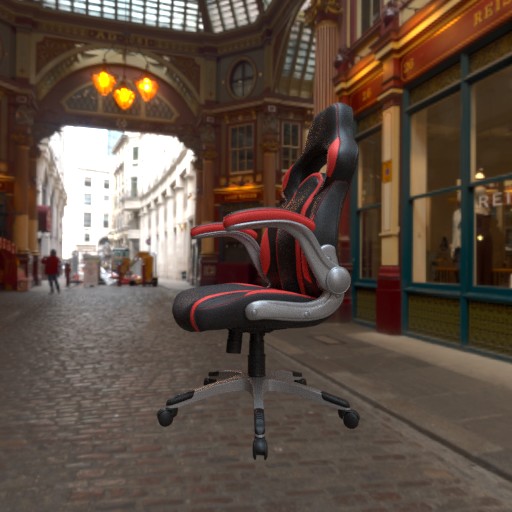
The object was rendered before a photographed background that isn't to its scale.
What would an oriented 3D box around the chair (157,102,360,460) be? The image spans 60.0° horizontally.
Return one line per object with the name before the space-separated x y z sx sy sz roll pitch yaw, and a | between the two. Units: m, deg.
chair | 0.000 0.000 1.630 0.712 1.165 0.758 0 0 -18
